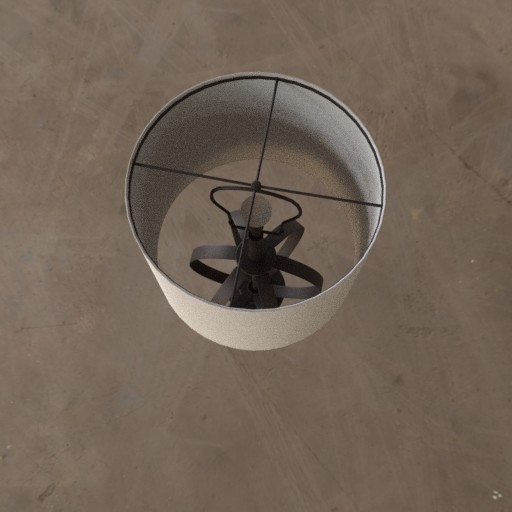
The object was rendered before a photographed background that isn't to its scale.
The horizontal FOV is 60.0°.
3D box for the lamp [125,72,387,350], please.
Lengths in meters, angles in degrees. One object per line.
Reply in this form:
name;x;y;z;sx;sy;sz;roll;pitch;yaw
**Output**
lamp;0.000;0.000;0.671;0.286;0.510;0.286;0;74;0
